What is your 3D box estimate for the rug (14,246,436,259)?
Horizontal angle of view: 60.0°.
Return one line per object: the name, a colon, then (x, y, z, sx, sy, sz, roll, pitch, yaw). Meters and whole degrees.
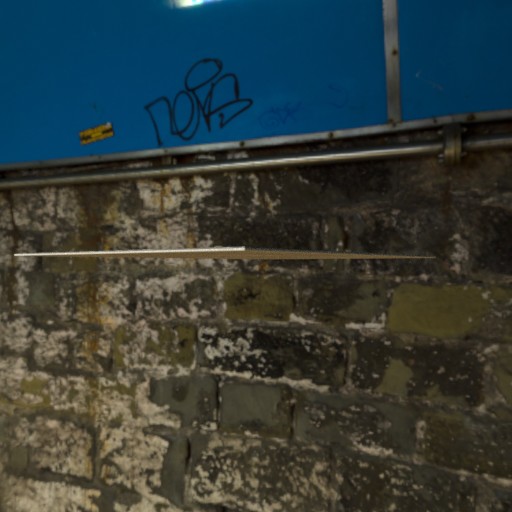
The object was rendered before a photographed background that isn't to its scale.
rug: (0.000, 0.000, 2.774, 1.578, 0.014, 2.206, -1, -1, 37)
